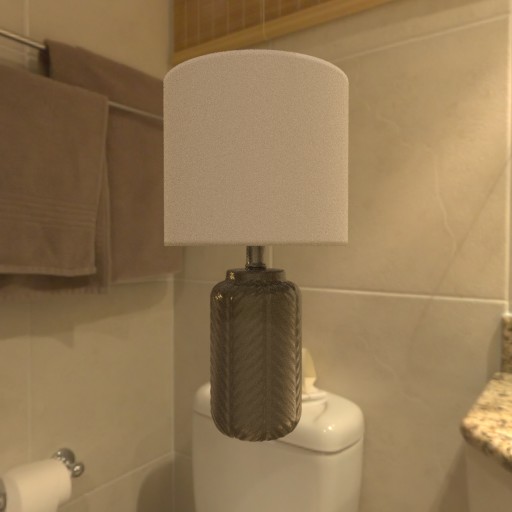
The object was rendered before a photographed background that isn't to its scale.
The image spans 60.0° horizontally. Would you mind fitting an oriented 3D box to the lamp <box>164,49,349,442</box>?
[{"bbox_3d":[0.000,0.000,0.501,0.203,0.389,0.203,0,1,-1],"label":"lamp"}]
